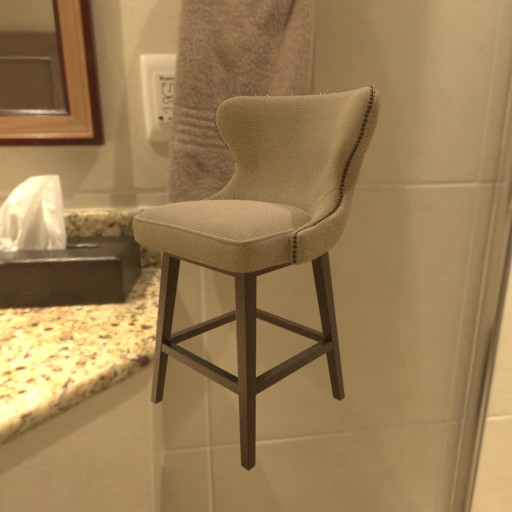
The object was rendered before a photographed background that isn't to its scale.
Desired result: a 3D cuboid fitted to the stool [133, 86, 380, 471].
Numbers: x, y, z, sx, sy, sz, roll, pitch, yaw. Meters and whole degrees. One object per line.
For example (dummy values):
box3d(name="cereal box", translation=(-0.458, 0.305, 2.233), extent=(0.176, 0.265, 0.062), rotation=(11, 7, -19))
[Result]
box3d(name="stool", translation=(0.000, 0.000, 1.358), extent=(0.615, 0.972, 0.597), rotation=(15, 21, 42))
